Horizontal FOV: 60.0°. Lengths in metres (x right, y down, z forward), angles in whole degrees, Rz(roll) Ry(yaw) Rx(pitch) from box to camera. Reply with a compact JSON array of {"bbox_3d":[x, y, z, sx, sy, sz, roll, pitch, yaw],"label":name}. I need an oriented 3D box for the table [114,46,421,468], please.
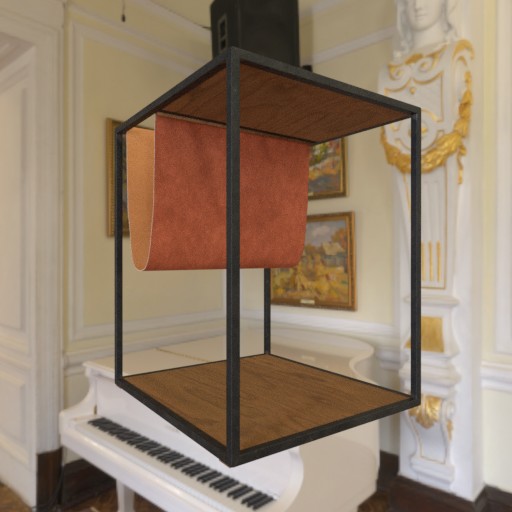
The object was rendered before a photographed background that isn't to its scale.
[{"bbox_3d":[0.000,0.000,0.853,0.399,0.536,0.450,0,0,-36],"label":"table"}]
